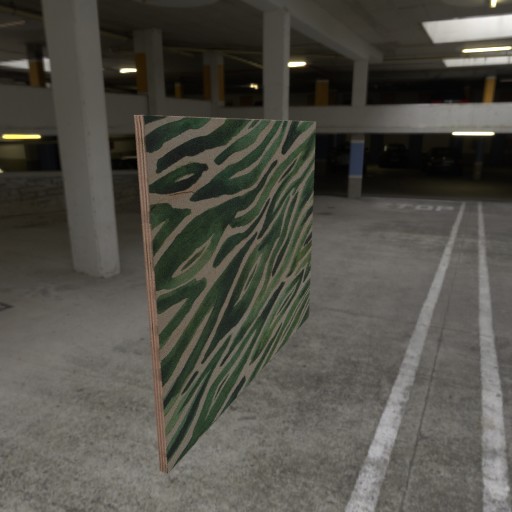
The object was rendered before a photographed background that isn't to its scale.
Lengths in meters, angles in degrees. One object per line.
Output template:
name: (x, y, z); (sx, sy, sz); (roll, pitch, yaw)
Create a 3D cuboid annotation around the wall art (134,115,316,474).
wall art: (0.000, 0.000, 0.694); (0.012, 0.408, 0.508); (8, 18, 25)
